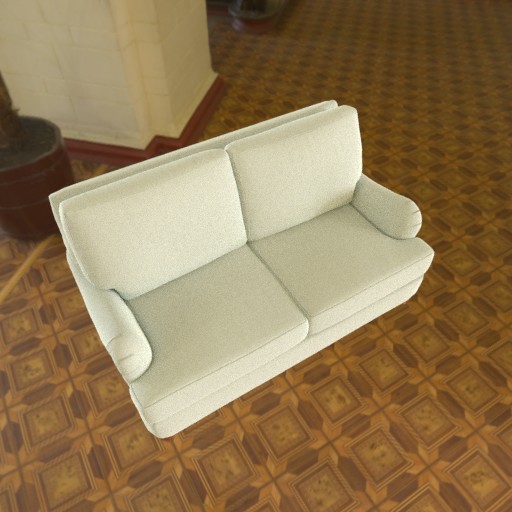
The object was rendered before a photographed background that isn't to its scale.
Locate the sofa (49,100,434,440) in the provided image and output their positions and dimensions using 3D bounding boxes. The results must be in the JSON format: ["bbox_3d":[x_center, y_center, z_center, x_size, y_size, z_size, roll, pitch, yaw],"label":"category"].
[{"bbox_3d":[0.000,0.000,2.516,1.853,1.101,1.084,-24,52,-21],"label":"sofa"}]
